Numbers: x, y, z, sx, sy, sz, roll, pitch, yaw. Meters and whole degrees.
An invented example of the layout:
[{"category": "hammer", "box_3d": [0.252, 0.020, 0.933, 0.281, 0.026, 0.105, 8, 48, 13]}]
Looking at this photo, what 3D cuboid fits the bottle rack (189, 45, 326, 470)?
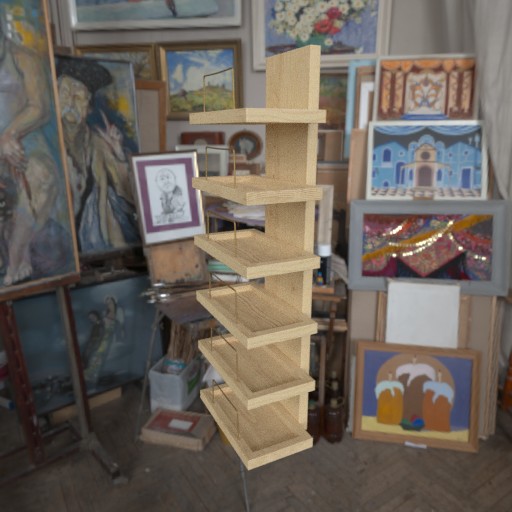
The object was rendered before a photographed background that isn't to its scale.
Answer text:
[{"category": "bottle rack", "box_3d": [0.000, 0.000, 1.101, 0.206, 0.943, 0.330, -8, 18, -26]}]
